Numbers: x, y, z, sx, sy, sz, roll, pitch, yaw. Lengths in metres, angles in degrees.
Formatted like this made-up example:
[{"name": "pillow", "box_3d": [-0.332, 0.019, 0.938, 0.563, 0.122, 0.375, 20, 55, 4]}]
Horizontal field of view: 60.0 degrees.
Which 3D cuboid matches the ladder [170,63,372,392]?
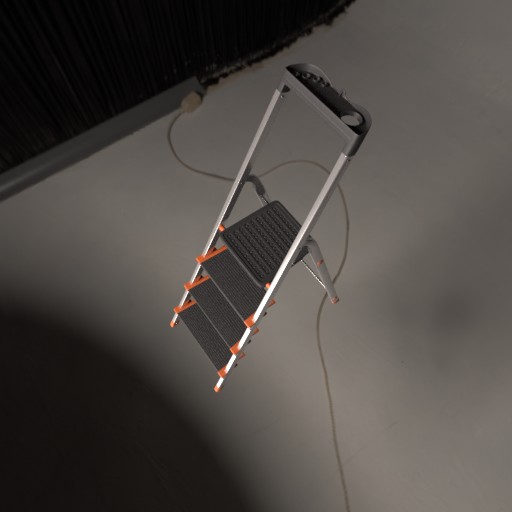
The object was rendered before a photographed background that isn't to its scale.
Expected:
[{"name": "ladder", "box_3d": [0.000, 0.000, 1.804, 0.834, 1.429, 0.452, -34, 69, -15]}]
